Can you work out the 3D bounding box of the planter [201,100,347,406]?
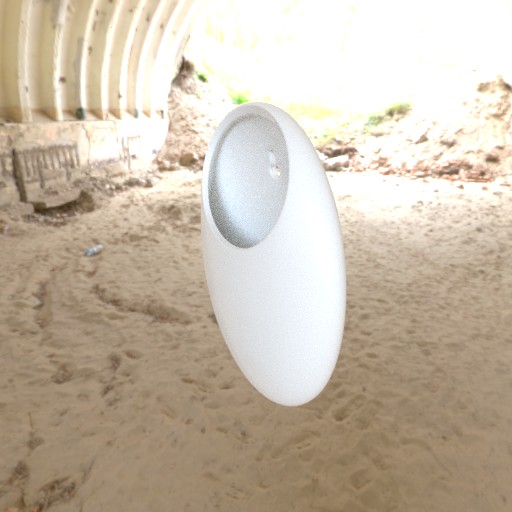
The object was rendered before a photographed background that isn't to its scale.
[{"bbox_3d":[0.000,0.000,0.284,0.043,0.188,0.185,-8,19,-24],"label":"planter"}]
